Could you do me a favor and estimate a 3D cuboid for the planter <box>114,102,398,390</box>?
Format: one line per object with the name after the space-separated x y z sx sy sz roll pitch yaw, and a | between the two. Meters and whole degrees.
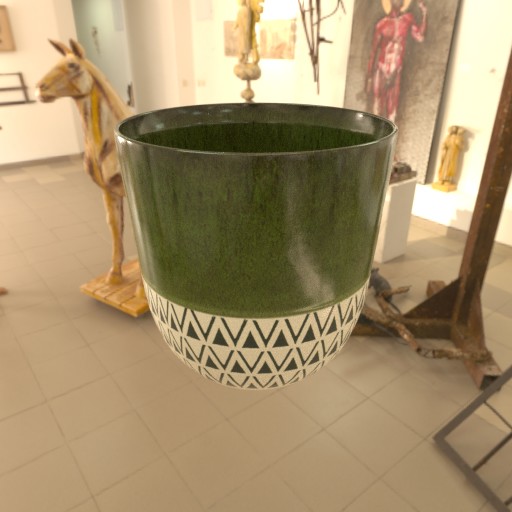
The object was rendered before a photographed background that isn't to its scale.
0.000 0.000 0.457 0.245 0.270 0.245 0 27 0 | planter
